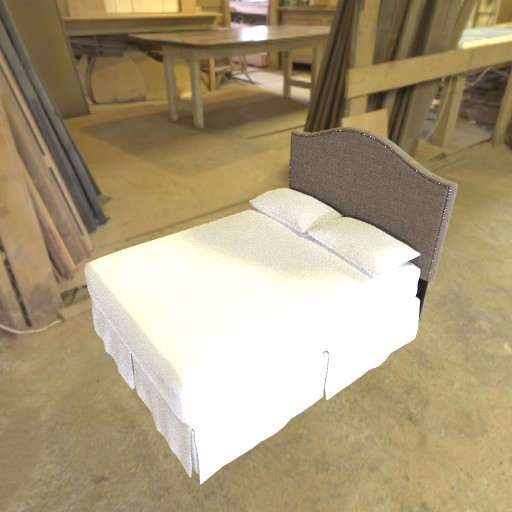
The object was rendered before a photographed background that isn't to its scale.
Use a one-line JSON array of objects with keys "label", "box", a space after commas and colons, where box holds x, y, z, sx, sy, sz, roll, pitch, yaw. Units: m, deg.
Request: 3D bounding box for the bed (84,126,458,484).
[{"label": "bed", "box": [0.000, 0.000, 3.255, 2.153, 1.518, 1.713, -21, 37, -31]}]
